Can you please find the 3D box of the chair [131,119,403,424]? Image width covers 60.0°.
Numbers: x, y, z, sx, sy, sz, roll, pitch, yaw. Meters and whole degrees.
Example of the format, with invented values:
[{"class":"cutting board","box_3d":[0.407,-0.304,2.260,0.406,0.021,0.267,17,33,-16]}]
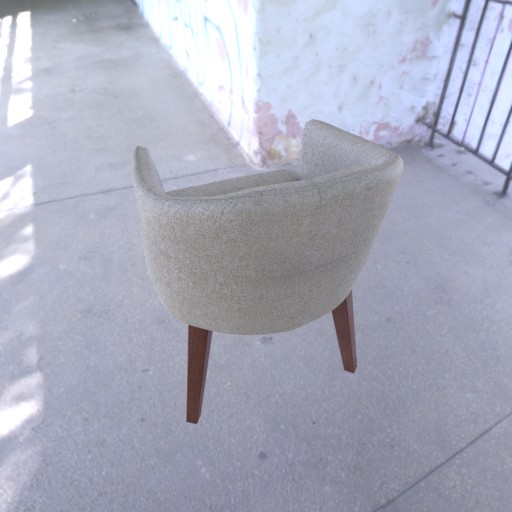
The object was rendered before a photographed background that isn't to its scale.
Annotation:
[{"class":"chair","box_3d":[0.000,0.000,1.219,0.583,0.811,0.655,-13,43,-14]}]
